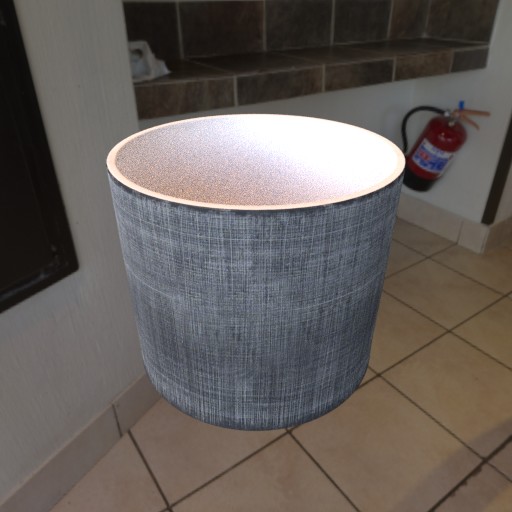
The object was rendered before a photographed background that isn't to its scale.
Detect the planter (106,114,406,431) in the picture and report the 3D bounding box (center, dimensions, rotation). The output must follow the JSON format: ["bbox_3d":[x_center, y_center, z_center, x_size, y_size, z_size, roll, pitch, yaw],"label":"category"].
[{"bbox_3d":[0.000,0.000,0.447,0.254,0.221,0.254,0,31,0],"label":"planter"}]
